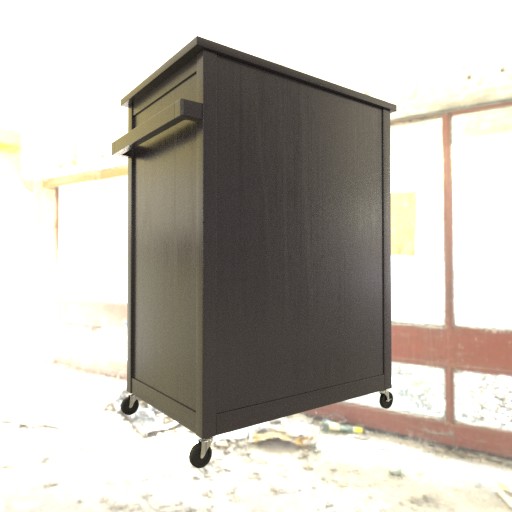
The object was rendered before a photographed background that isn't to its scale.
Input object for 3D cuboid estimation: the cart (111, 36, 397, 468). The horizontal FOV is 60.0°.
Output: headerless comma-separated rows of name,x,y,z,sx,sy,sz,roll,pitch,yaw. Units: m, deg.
cart,0.000,0.000,1.256,0.690,0.878,0.449,1,-1,-37
